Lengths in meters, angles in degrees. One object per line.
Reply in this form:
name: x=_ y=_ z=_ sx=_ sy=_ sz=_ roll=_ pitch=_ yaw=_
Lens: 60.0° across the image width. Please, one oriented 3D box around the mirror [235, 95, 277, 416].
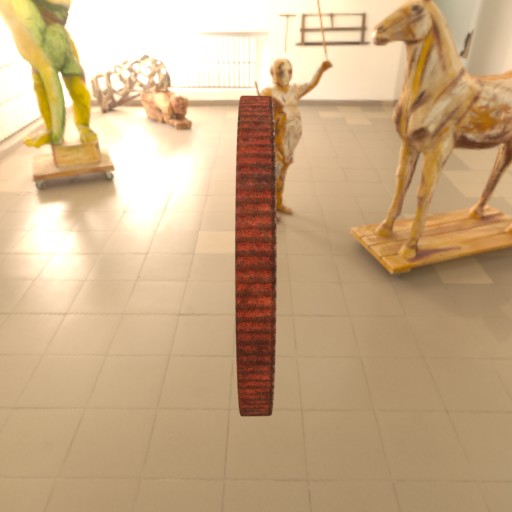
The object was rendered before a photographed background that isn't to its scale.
mirror: x=0.000 y=0.000 z=0.895 sx=0.056 sy=0.609 sz=0.609 roll=0 pitch=32 yaw=0
